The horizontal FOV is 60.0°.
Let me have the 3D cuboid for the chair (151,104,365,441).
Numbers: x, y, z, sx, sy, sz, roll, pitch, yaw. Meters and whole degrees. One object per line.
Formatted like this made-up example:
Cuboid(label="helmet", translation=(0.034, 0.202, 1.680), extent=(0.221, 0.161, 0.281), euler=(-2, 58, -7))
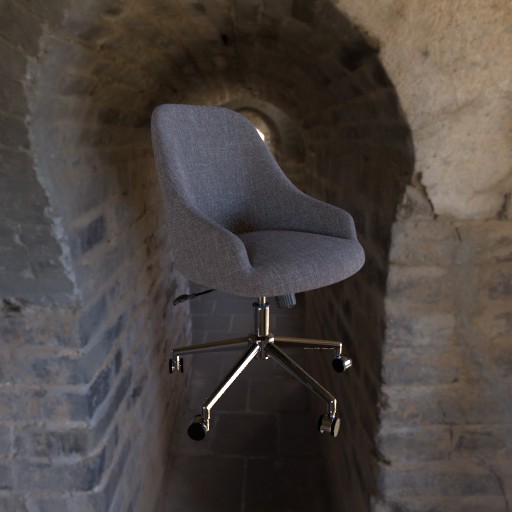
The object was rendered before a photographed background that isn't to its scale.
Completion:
Cuboid(label="chair", translation=(0.000, 0.000, 1.422), extent=(0.712, 0.950, 0.671), euler=(14, 21, 43))
